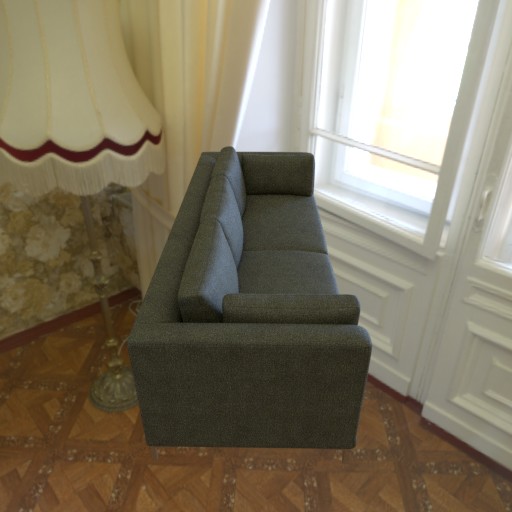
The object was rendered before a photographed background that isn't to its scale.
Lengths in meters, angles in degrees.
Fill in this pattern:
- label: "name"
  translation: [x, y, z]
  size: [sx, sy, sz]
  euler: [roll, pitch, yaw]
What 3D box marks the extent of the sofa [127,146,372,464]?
- label: "sofa"
  translation: [0.000, 0.000, 2.903]
  size: [0.969, 0.867, 2.415]
  euler: [0, 30, 1]
